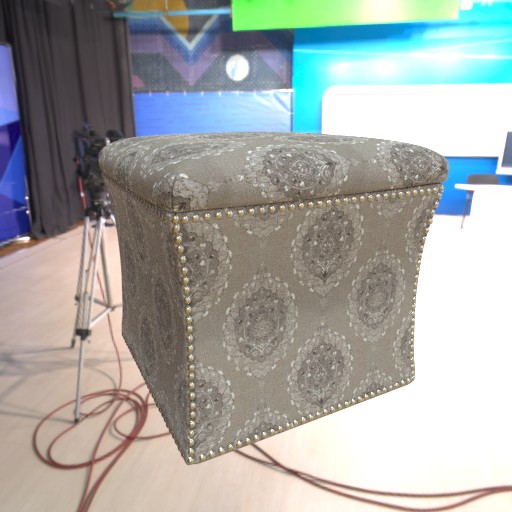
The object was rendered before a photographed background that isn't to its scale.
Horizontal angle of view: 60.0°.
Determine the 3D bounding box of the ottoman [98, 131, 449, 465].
[{"bbox_3d":[0.000,0.000,0.890,0.507,0.473,0.497,-9,21,-26],"label":"ottoman"}]
